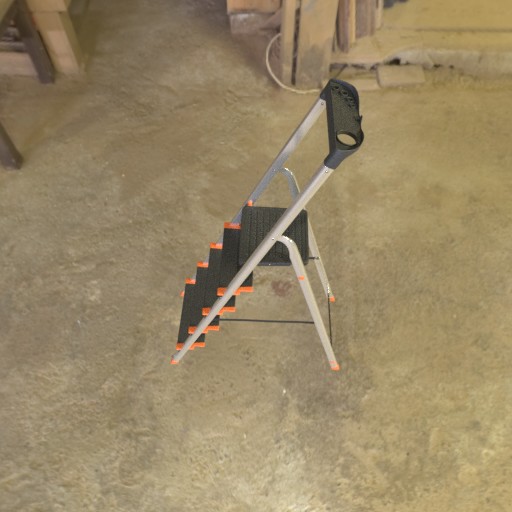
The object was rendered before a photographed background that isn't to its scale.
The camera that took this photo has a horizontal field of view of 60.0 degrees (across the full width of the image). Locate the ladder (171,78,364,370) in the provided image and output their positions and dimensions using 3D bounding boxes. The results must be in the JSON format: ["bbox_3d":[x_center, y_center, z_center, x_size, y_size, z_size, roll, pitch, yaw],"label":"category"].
[{"bbox_3d":[0.000,0.000,2.057,0.995,1.646,0.480,2,57,1],"label":"ladder"}]
